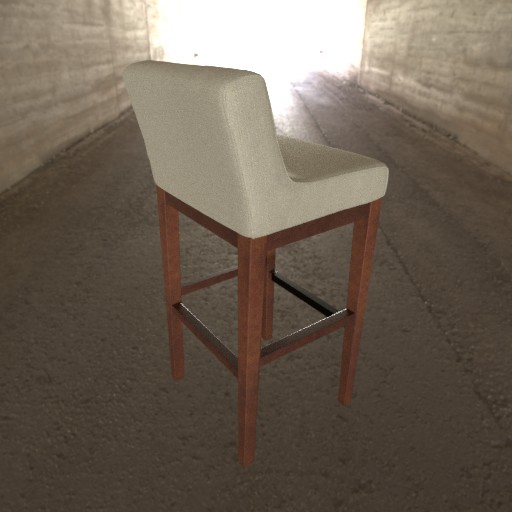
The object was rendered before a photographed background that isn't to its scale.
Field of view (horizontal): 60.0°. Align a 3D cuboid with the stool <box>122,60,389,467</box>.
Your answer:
[{"bbox_3d":[0.000,0.000,1.287,0.500,1.037,0.511,-18,31,-31],"label":"stool"}]
